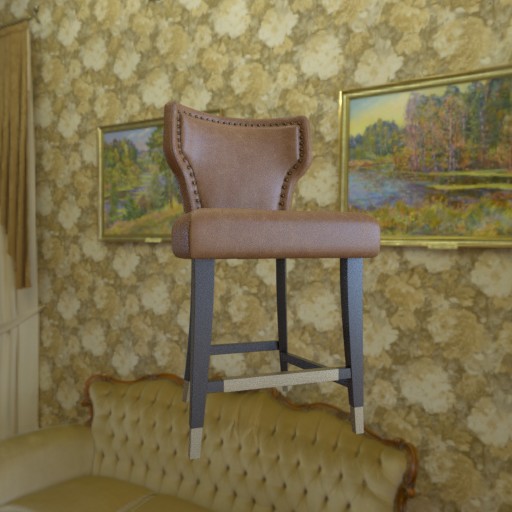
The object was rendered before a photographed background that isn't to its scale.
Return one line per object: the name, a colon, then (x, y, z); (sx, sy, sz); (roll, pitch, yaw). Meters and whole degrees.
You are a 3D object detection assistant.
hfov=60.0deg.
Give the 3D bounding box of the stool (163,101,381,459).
stool: (0.000, 0.000, 1.347); (0.526, 0.982, 0.563); (0, 1, -19)
